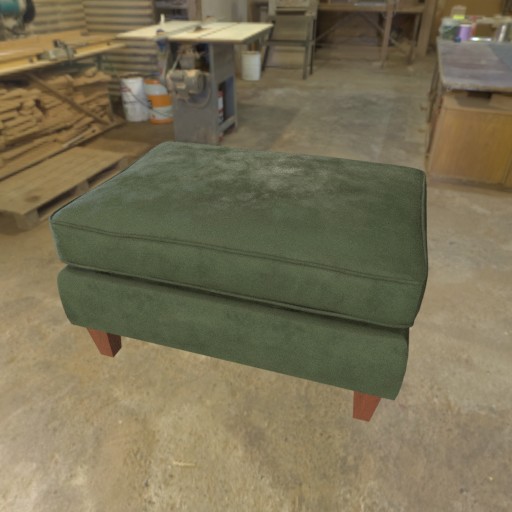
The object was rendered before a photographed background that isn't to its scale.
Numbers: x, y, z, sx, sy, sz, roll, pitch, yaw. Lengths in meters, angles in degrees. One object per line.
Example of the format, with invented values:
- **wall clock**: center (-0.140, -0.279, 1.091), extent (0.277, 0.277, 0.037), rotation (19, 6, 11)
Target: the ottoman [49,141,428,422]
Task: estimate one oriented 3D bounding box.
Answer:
- **ottoman**: center (0.000, 0.000, 1.262), extent (0.864, 0.495, 0.632), rotation (10, 34, 15)
